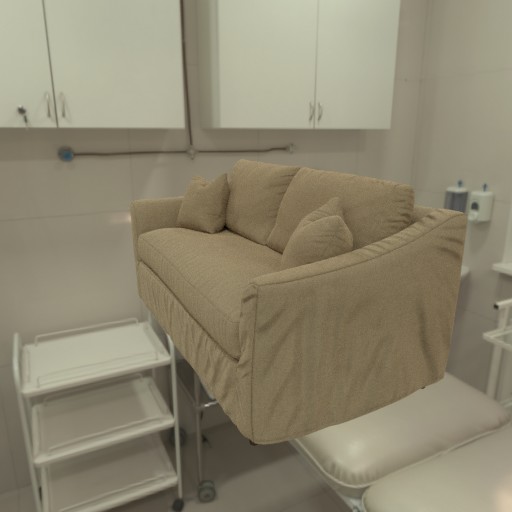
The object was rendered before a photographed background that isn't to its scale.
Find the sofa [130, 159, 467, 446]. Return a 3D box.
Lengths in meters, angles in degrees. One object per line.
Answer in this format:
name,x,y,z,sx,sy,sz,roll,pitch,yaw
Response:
sofa,0.000,0.000,2.618,1.072,1.018,2.010,-8,18,-26
